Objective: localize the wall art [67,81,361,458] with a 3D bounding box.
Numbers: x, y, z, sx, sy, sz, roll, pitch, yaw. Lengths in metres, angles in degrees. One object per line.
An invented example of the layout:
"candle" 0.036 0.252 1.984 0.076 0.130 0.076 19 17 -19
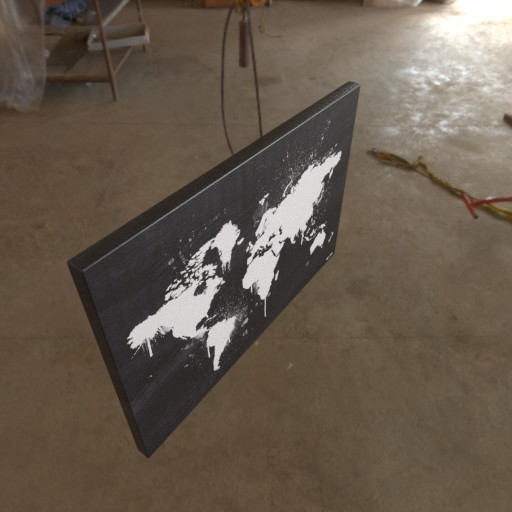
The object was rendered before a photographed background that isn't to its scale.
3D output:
"wall art" 0.000 0.000 1.129 0.038 0.612 0.912 26 47 26
